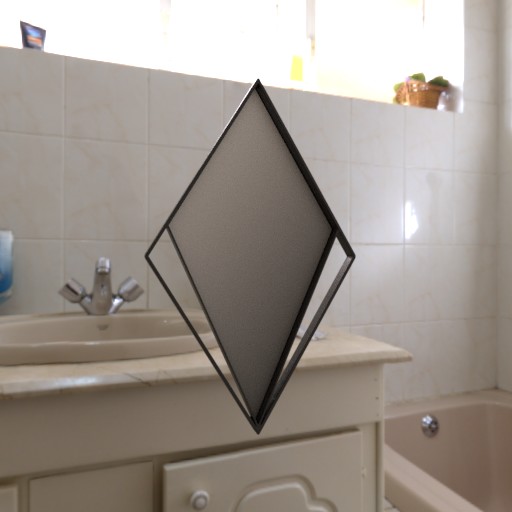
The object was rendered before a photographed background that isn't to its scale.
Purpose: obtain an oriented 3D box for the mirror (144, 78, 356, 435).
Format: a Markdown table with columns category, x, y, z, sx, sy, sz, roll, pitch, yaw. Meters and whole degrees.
| category | x | y | z | sx | sy | sz | roll | pitch | yaw |
| --- | --- | --- | --- | --- | --- | --- | --- | --- | --- |
| mirror | 0.000 | 0.000 | 0.858 | 0.419 | 0.679 | 0.032 | 0 | 0 | -18 |
